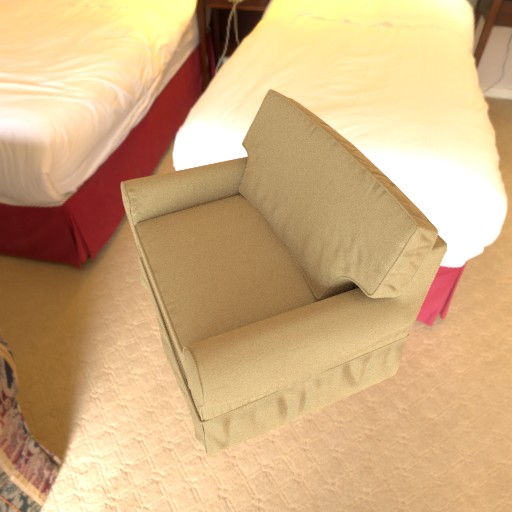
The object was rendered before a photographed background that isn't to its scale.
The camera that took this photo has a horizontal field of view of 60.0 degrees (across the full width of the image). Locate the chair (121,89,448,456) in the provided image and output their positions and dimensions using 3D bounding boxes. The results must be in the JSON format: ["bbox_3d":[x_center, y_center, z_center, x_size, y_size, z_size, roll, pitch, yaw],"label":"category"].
[{"bbox_3d":[0.000,0.000,1.802,0.903,0.937,1.096,-18,49,-16],"label":"chair"}]
